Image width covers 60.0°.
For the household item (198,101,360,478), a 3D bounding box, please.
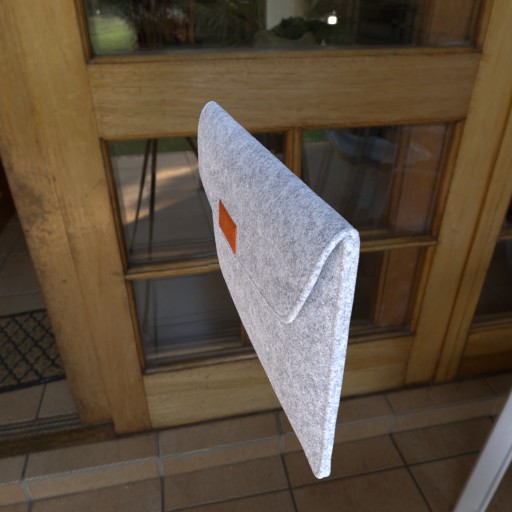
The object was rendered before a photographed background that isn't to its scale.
[{"bbox_3d":[0.000,0.000,0.423,0.057,0.221,0.335,-9,32,-15],"label":"household item"}]
